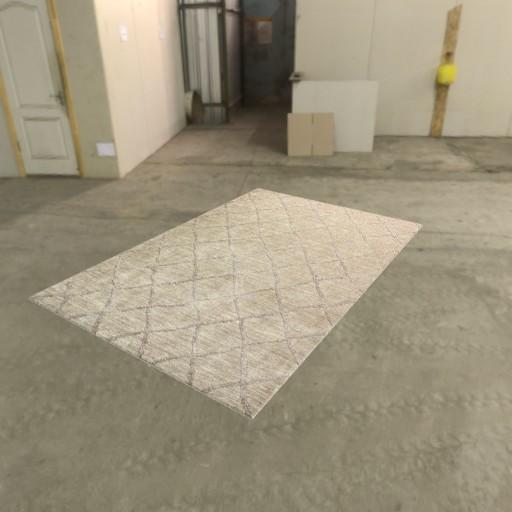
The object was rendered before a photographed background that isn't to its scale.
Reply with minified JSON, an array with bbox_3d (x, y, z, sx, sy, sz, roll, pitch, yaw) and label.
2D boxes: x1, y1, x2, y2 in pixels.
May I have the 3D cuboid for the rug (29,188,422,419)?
[{"bbox_3d":[0.000,0.000,2.931,1.521,0.015,2.280,17,32,30],"label":"rug"}]
